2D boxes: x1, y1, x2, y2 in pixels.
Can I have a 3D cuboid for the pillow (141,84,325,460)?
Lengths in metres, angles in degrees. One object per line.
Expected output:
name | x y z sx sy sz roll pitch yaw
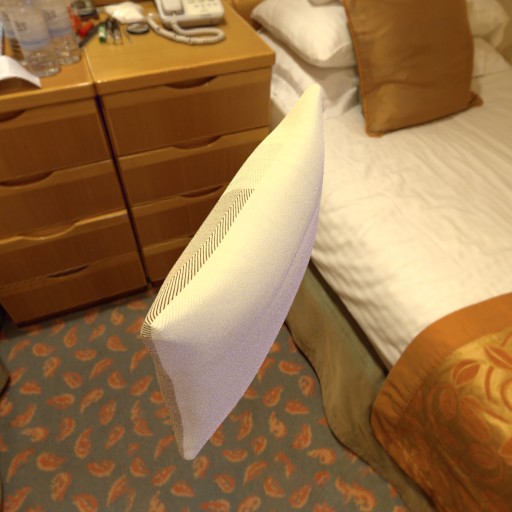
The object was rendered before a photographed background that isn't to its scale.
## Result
pillow | 0.000 0.000 0.643 0.139 0.305 0.506 16 49 15
